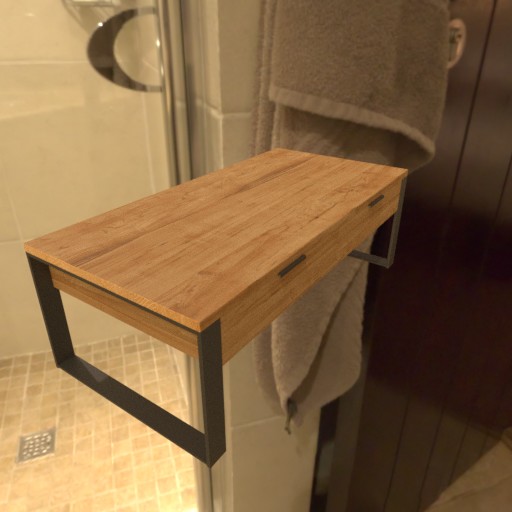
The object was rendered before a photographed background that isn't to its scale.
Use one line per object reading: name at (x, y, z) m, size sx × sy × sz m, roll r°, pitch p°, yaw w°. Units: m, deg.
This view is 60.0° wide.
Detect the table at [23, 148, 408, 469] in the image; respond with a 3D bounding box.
table at (0.000, 0.000, 1.473) m, size 0.590 × 0.400 × 1.180 m, roll 18°, pitch 32°, yaw 30°
